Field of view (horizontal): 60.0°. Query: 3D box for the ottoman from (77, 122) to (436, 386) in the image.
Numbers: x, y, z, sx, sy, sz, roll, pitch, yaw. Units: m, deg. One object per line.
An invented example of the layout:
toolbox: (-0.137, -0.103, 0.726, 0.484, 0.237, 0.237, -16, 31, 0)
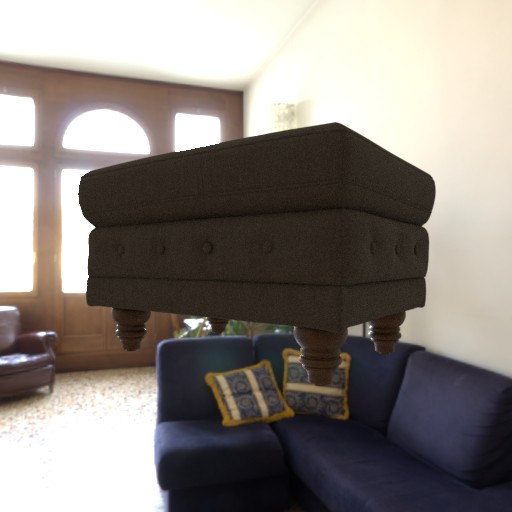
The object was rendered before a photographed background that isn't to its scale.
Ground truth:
ottoman: (0.000, 0.000, 1.159, 0.771, 0.500, 0.569, 0, -1, 36)
